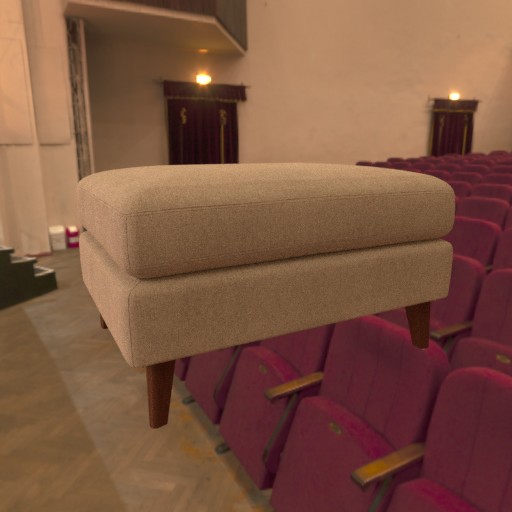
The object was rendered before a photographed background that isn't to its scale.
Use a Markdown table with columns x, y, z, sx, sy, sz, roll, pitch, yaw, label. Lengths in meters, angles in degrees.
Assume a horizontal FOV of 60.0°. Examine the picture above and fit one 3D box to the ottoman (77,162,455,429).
| x | y | z | sx | sy | sz | roll | pitch | yaw | label |
| --- | --- | --- | --- | --- | --- | --- | --- | --- | --- |
| 0.000 | 0.000 | 1.192 | 0.823 | 0.478 | 0.610 | -7 | 16 | -27 | ottoman |
